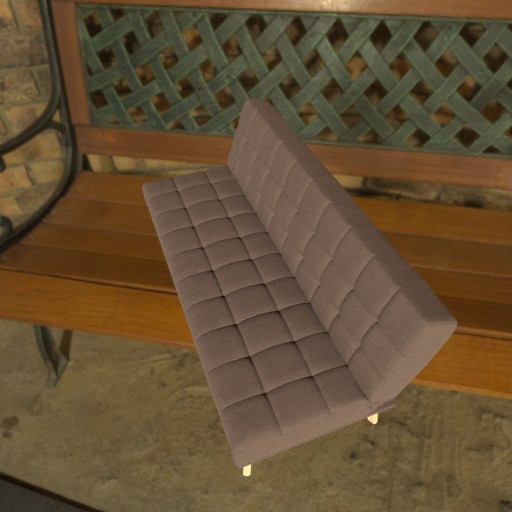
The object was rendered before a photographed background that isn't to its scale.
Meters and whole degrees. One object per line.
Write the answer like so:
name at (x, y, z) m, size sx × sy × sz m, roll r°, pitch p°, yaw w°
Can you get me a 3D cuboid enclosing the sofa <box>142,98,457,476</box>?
sofa at (0.000, 0.000, 2.287) m, size 0.860 × 0.810 × 1.800 m, roll -16°, pitch 48°, yaw -15°
